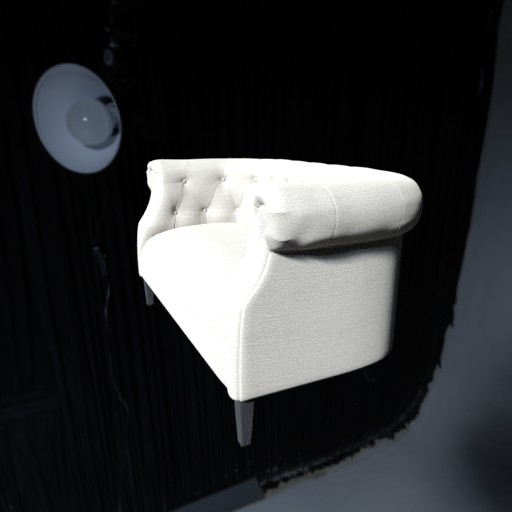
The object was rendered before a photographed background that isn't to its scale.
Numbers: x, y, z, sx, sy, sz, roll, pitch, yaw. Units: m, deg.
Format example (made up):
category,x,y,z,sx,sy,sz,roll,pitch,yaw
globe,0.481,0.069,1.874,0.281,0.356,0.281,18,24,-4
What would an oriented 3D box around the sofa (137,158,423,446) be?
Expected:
category,x,y,z,sx,sy,sz,roll,pitch,yaw
sofa,0.000,0.000,2.052,0.835,0.827,1.558,-7,17,-25
